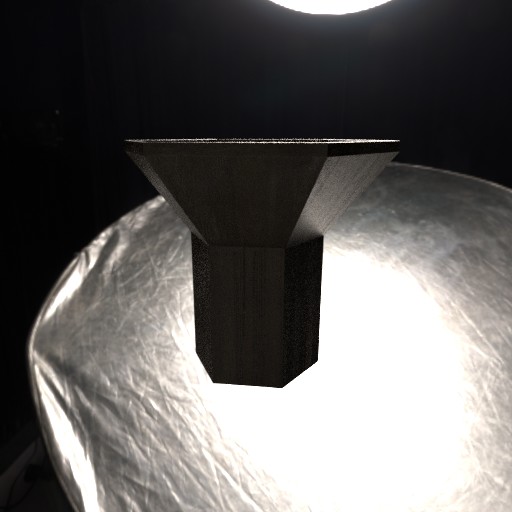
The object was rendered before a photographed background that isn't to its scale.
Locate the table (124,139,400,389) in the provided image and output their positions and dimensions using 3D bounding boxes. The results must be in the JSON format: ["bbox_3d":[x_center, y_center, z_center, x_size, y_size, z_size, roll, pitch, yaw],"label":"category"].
[{"bbox_3d":[0.000,0.000,1.163,0.683,0.586,0.592,2,15,8],"label":"table"}]
